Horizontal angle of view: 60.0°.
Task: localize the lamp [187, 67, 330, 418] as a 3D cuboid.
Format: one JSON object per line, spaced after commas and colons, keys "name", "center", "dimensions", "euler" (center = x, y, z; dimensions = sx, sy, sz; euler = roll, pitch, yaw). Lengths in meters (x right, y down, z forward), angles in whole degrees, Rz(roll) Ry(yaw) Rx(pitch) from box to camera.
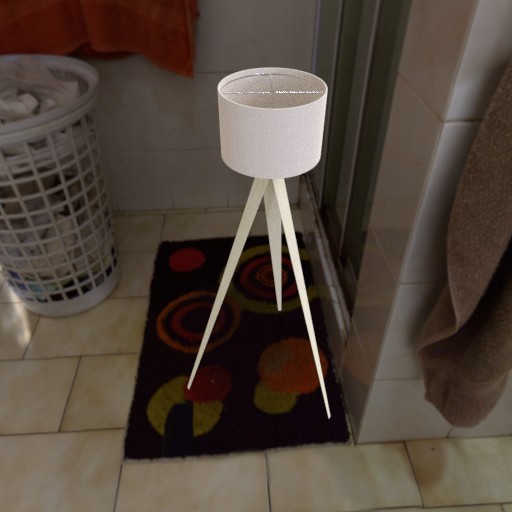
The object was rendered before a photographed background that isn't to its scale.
{"name": "lamp", "center": [0.000, 0.000, 1.945], "dimensions": [0.724, 1.524, 0.716], "euler": [-1, 41, -1]}
